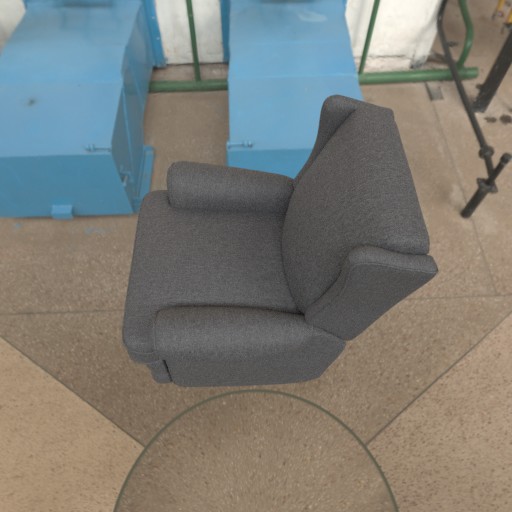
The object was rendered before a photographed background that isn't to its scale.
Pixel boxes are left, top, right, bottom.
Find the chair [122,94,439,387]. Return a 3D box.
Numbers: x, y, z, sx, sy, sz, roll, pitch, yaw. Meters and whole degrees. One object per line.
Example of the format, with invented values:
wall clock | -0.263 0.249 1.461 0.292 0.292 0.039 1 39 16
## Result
chair | 0.000 0.000 1.706 0.969 1.011 0.847 -1 57 -1
